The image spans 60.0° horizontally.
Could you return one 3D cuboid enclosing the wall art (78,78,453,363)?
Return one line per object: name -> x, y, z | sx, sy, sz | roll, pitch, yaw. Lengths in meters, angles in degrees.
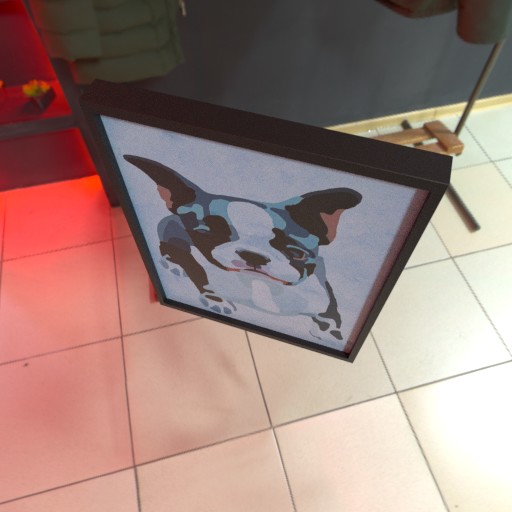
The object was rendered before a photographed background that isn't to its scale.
wall art -> 0.000, 0.000, 0.497 | 0.294, 0.369, 0.030 | 15, 58, 10
